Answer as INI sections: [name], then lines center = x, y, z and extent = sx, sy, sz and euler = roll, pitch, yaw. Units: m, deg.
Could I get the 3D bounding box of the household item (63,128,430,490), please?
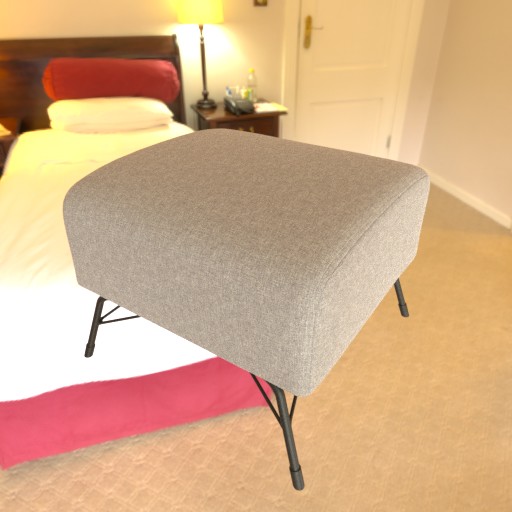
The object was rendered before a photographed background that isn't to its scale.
[household item]
center = 0.000, 0.000, 0.893
extent = 0.530, 0.410, 0.530
euler = 19, 36, 29
